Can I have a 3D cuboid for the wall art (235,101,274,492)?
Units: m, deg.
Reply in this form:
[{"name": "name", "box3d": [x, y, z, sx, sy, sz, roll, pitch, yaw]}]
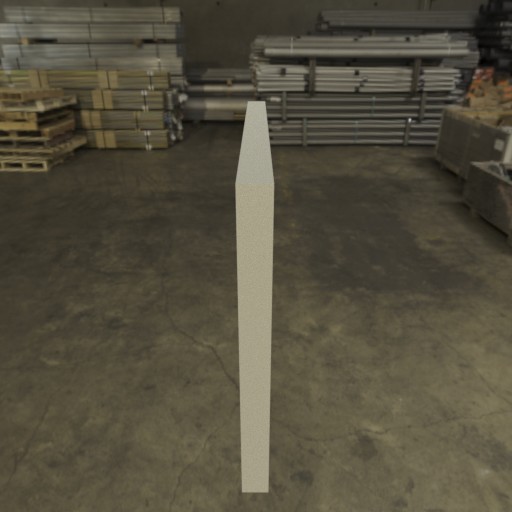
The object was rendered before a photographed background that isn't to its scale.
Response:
[{"name": "wall art", "box3d": [0.000, 0.000, 1.409, 0.066, 0.801, 1.056, 0, 26, 0]}]
